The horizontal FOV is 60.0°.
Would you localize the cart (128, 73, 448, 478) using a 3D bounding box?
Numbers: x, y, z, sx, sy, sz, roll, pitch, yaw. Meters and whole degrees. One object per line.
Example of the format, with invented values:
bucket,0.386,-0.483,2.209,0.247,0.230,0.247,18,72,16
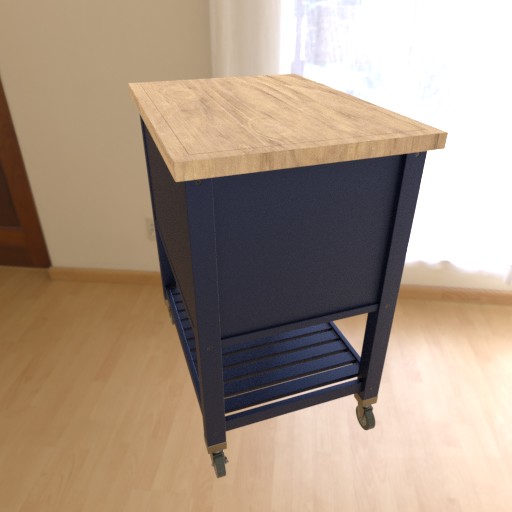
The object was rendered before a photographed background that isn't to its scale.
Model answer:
cart,0.000,0.000,1.381,0.567,0.920,0.797,-10,33,-16
